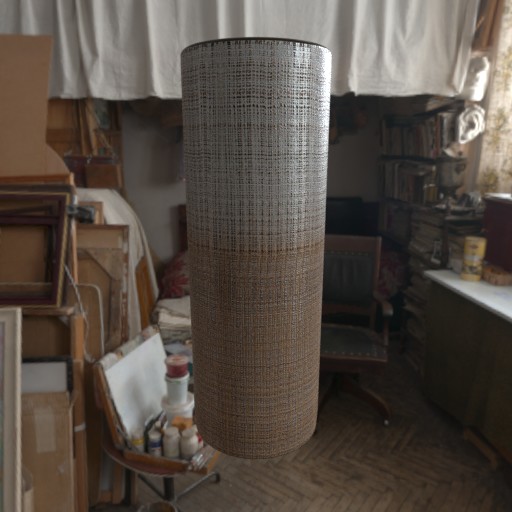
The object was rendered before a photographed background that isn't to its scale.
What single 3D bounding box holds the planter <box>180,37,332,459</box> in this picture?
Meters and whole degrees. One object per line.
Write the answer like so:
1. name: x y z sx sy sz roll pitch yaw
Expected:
1. planter: 0.000 0.000 0.328 0.099 0.278 0.099 14 20 42
